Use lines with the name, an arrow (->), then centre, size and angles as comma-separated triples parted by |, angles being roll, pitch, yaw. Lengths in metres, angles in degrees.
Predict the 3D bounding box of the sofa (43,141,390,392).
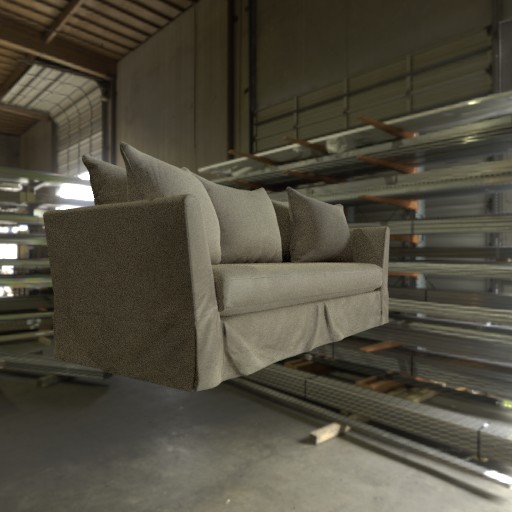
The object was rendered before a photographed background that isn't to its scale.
sofa -> 0.000, 0.000, 2.835 | 1.031, 1.034, 2.290 | 0, 0, 35
